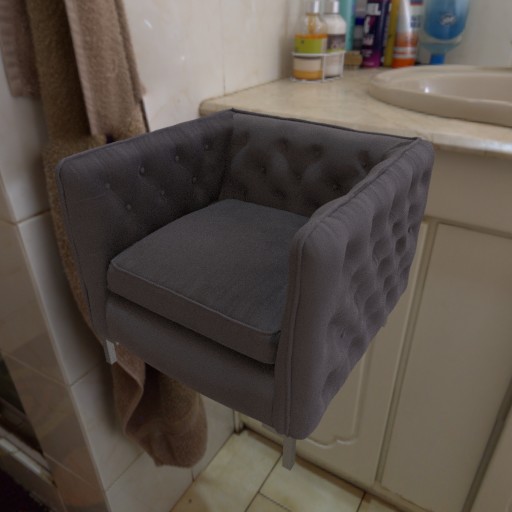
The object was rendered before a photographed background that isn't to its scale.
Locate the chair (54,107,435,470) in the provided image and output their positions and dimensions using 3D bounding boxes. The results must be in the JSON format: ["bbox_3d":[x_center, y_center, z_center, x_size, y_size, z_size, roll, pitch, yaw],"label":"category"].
[{"bbox_3d":[0.000,0.000,1.599,0.946,0.807,0.913,19,35,29],"label":"chair"}]
